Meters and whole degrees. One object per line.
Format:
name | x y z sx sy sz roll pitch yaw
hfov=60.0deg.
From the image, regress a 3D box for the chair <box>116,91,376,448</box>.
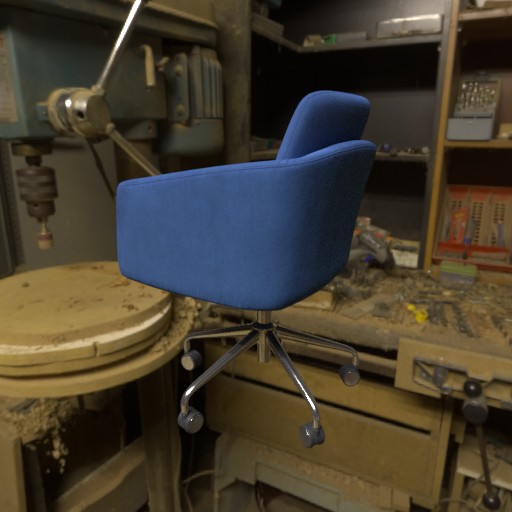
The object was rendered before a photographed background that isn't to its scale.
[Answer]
chair | 0.000 0.000 1.350 0.635 0.908 0.641 9 18 27
